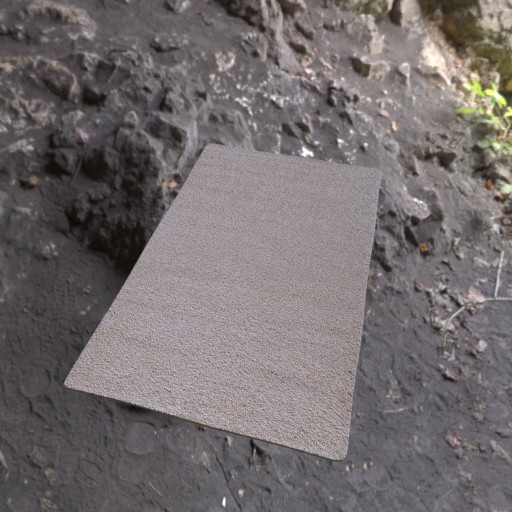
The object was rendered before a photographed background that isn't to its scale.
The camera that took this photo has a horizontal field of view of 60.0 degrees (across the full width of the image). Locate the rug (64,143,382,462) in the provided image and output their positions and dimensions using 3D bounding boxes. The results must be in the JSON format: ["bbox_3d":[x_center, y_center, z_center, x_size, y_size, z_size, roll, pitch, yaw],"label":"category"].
[{"bbox_3d":[0.000,0.000,2.980,1.500,0.026,2.349,11,49,10],"label":"rug"}]
